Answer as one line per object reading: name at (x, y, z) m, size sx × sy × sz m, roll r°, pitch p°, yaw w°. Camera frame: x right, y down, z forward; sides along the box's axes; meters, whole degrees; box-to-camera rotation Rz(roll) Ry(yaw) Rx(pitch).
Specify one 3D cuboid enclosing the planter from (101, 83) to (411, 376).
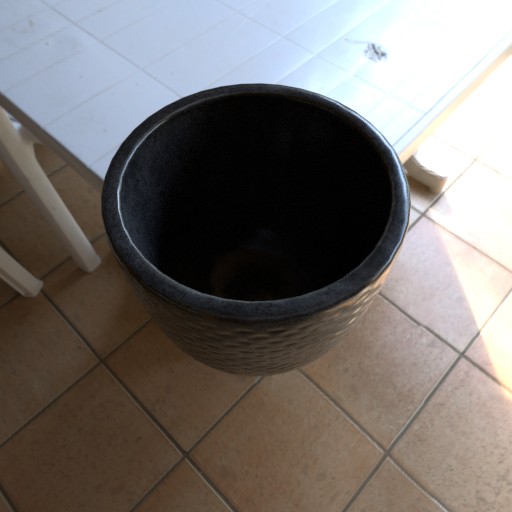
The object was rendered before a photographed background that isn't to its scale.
planter at (0.000, 0.000, 0.313) m, size 0.172 × 0.160 × 0.172 m, roll 0°, pitch 58°, yaw 0°
